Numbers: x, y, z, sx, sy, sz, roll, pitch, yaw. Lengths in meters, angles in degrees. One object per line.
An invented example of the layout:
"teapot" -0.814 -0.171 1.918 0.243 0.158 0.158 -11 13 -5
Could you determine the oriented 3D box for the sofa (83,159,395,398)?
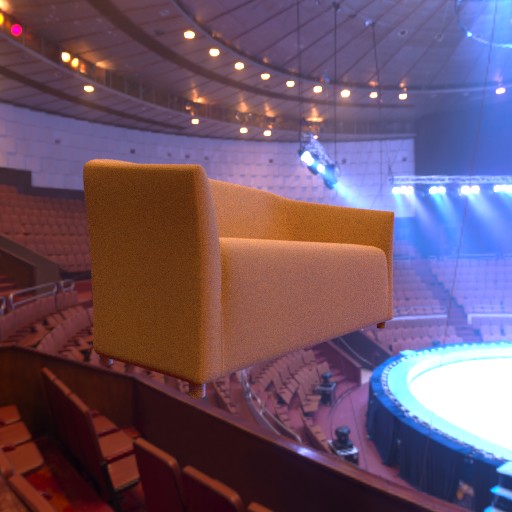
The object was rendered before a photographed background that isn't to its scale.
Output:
"sofa" 0.000 0.000 1.851 0.705 0.721 1.452 0 0 36
